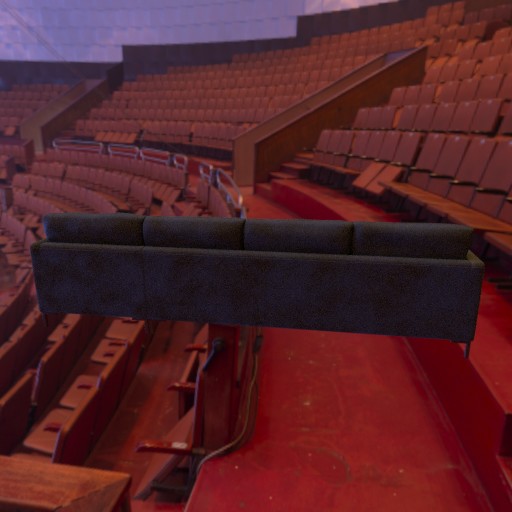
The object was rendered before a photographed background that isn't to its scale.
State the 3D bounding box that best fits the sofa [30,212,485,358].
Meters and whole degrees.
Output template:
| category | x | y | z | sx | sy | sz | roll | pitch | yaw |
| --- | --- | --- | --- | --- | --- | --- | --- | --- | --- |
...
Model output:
| category | x | y | z | sx | sy | sz | roll | pitch | yaw |
| --- | --- | --- | --- | --- | --- | --- | --- | --- | --- |
| sofa | 0.000 | 0.000 | 3.198 | 2.725 | 0.756 | 1.255 | 3 | 16 | 9 |
